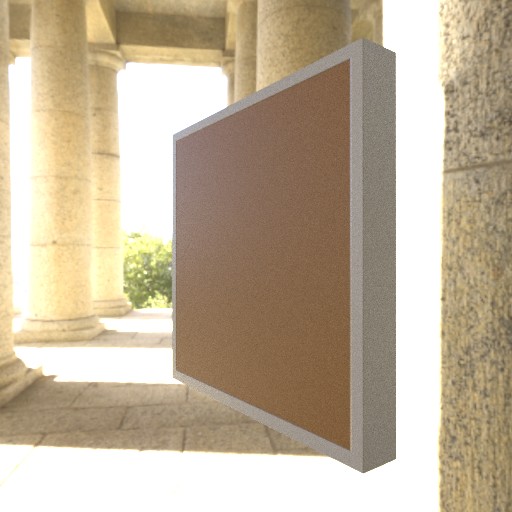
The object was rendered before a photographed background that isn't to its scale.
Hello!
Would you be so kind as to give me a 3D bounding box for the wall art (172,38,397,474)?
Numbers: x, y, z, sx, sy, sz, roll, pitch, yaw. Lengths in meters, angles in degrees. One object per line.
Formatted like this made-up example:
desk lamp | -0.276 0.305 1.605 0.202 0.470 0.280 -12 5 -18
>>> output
wall art | 0.000 0.000 0.443 0.038 0.305 0.305 0 0 -36
